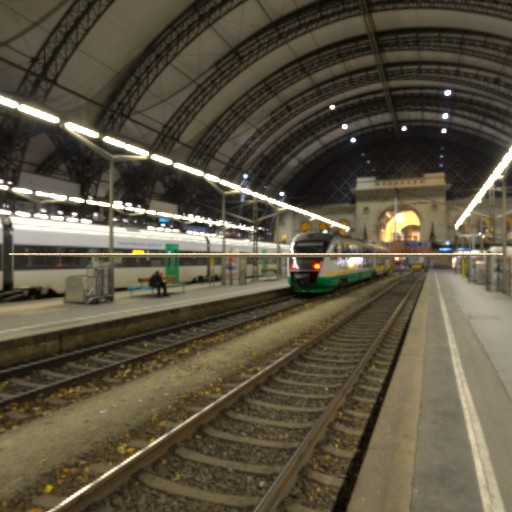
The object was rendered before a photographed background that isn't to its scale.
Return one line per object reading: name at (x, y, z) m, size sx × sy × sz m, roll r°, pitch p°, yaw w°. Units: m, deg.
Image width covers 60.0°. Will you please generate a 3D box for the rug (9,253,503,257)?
rug at (0.000, 0.000, 2.266) m, size 1.850 × 0.006 × 1.234 m, roll 0°, pitch -1°, yaw 0°
